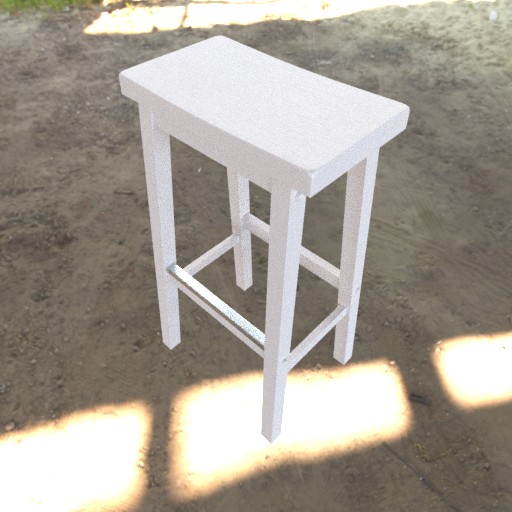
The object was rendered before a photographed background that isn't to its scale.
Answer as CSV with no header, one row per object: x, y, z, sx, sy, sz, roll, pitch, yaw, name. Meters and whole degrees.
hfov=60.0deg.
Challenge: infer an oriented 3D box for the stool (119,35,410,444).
0.000,0.000,0.947,0.406,0.742,0.322,34,55,29,stool
